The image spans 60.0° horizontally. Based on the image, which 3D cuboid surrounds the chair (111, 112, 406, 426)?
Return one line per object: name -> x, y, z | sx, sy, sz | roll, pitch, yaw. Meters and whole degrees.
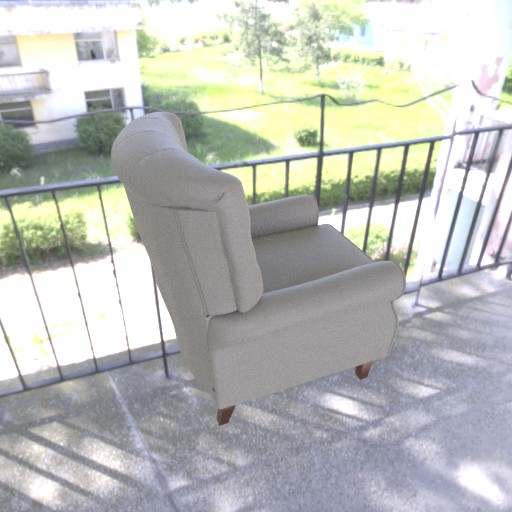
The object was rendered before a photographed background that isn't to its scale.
chair -> 0.000, 0.000, 1.937 | 1.059, 1.158, 0.943 | -12, 33, -18
